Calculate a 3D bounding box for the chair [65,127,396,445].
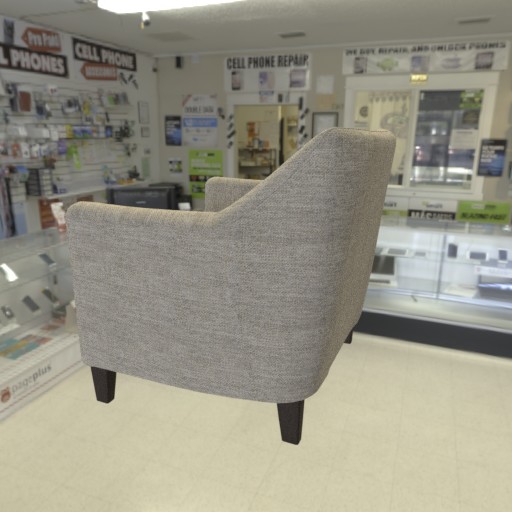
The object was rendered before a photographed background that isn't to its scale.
[{"bbox_3d":[0.000,0.000,1.375,0.758,0.761,0.796,7,17,23],"label":"chair"}]
